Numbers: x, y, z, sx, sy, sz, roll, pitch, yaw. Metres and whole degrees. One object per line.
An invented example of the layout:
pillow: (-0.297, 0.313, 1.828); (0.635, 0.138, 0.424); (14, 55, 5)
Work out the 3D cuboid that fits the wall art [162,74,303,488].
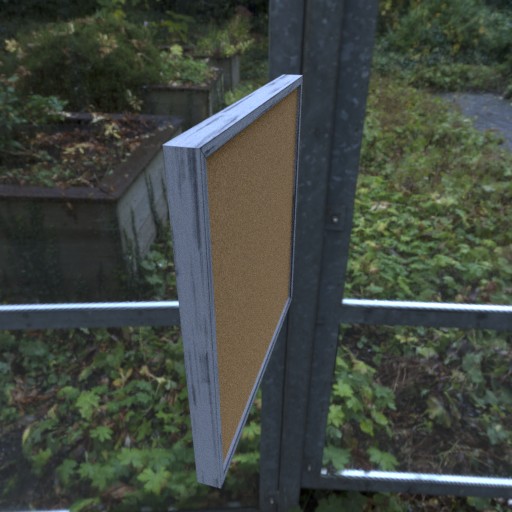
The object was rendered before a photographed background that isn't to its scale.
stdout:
wall art: (0.000, 0.000, 0.744); (0.038, 0.506, 0.506); (8, 30, 14)
